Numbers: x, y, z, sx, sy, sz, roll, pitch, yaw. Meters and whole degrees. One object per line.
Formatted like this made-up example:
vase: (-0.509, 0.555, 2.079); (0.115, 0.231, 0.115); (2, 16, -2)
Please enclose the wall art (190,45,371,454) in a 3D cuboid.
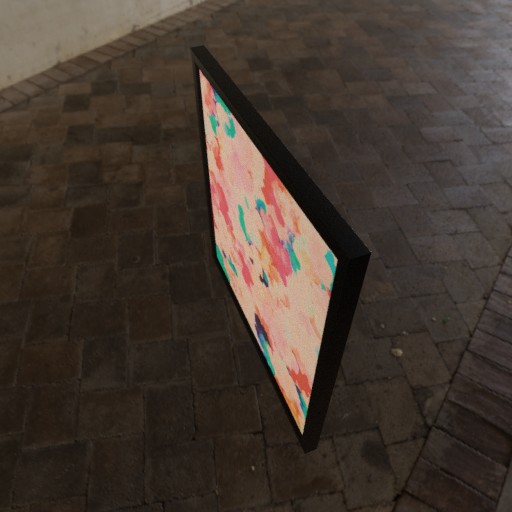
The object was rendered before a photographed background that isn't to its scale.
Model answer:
wall art: (0.000, 0.000, 1.124); (0.036, 0.755, 0.756); (-17, 49, -15)
